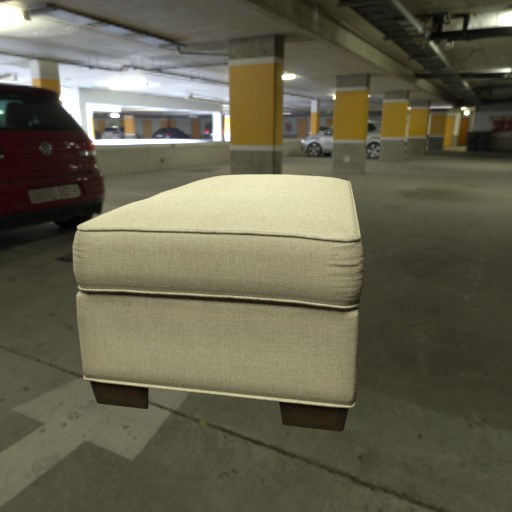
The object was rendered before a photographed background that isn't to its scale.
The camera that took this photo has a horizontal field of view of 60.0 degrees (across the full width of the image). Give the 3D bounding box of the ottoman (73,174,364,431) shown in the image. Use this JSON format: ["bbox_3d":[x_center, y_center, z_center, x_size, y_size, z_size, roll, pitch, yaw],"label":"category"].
[{"bbox_3d":[0.000,0.000,1.428,0.617,0.461,1.097,3,16,10],"label":"ottoman"}]
